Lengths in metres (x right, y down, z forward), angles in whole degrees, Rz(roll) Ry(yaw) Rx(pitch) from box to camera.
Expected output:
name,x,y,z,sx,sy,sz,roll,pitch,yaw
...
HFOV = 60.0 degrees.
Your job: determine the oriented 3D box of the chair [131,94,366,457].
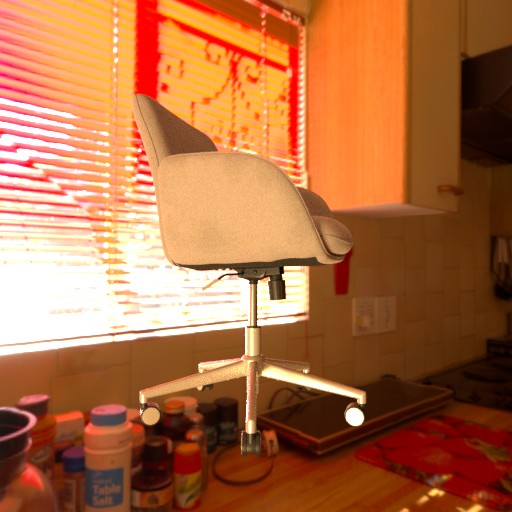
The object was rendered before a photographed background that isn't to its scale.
name,x,y,z,sx,sy,sz,roll,pitch,yaw
chair,0.000,0.000,1.362,0.654,0.959,0.648,0,-1,19
